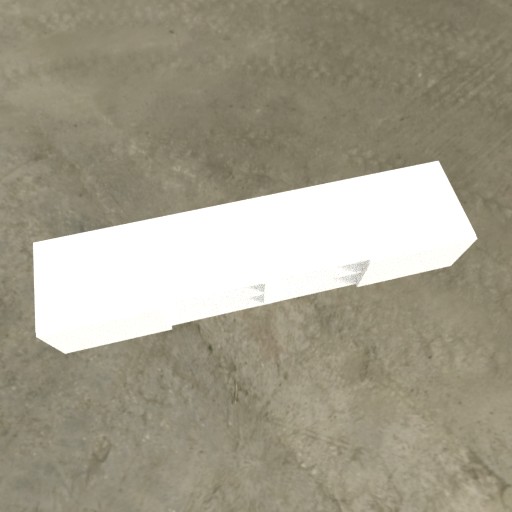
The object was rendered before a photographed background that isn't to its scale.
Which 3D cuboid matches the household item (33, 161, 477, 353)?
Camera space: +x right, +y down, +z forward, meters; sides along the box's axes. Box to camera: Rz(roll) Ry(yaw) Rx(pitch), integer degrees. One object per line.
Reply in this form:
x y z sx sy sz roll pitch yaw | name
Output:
0.000 0.000 2.030 1.850 0.310 0.420 -12 65 -6 | household item
